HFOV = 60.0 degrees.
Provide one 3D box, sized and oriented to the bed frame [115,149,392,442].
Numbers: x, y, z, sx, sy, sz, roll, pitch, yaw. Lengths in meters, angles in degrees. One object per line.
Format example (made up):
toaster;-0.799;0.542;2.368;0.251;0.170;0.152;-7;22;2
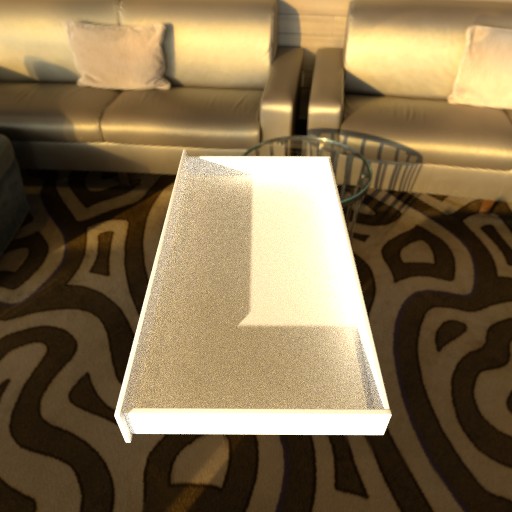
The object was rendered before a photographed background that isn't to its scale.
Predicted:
bed frame;0.000;0.000;1.587;0.670;0.141;1.300;0;42;0
